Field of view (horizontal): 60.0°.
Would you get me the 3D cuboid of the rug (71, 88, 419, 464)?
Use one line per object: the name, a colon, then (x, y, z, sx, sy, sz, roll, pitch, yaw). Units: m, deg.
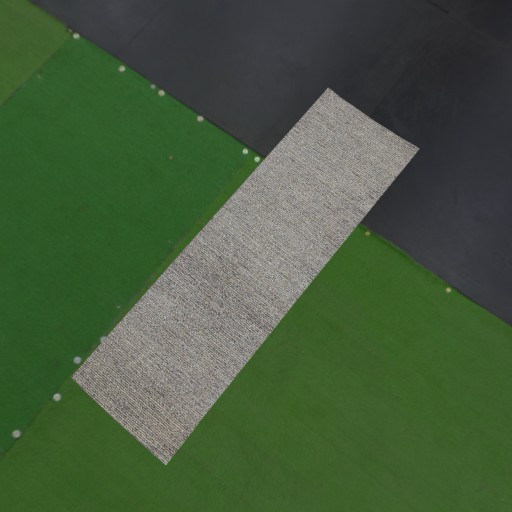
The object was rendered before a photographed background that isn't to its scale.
rug: (0.000, 0.000, 2.570, 0.697, 0.013, 2.335, 39, 79, 9)
